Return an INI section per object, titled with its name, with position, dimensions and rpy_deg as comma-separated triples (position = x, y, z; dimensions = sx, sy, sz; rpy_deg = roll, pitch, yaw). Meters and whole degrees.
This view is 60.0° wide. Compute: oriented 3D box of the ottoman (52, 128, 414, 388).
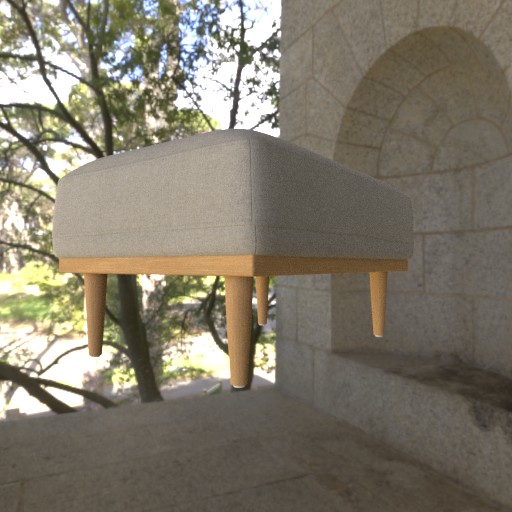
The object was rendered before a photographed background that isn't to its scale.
[ottoman]
position = 0.000, 0.000, 1.064
dimensions = 0.549, 0.428, 0.749
rpy_deg = -1, -1, 36
